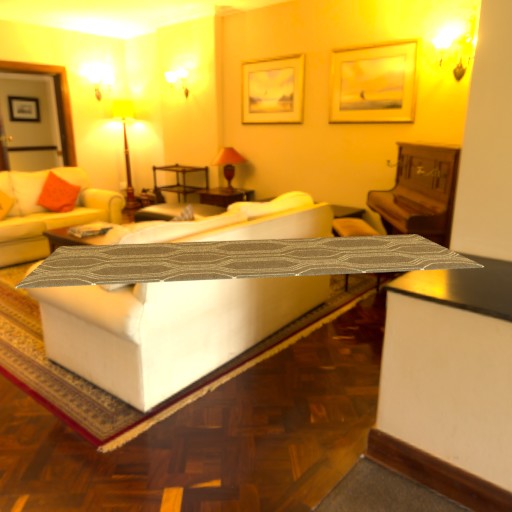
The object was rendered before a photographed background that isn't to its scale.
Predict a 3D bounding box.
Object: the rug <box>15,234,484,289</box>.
[{"bbox_3d":[0.000,0.000,2.669,2.464,0.012,0.773,-2,16,-8],"label":"rug"}]
